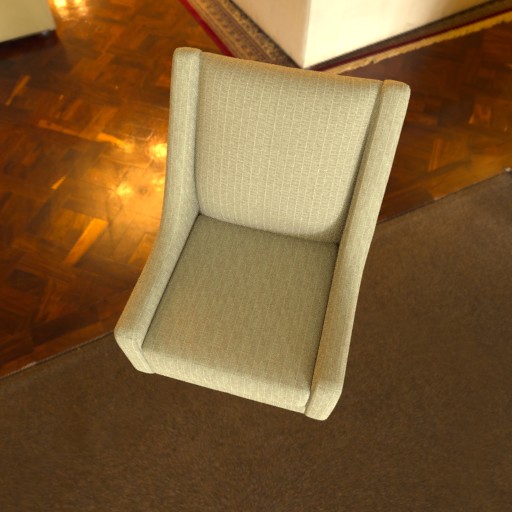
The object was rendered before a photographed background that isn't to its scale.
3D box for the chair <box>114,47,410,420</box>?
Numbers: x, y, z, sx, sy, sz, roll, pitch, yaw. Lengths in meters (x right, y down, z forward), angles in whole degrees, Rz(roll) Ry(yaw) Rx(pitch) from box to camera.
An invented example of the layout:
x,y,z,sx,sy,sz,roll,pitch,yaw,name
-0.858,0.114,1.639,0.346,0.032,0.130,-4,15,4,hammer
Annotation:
x,y,z,sx,sy,sz,roll,pitch,yaw,name
0.000,0.000,1.592,0.774,1.014,0.870,13,58,8,chair
